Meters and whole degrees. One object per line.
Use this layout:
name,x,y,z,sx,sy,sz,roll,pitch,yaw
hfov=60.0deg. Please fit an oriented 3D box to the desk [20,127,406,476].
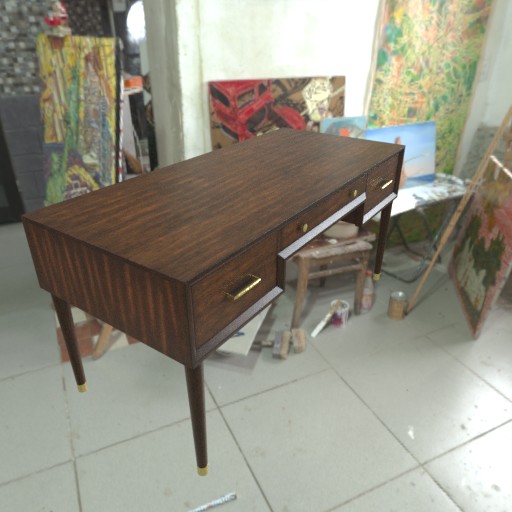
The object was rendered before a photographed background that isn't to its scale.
desk,0.000,0.000,1.973,0.724,0.762,1.575,18,33,30
